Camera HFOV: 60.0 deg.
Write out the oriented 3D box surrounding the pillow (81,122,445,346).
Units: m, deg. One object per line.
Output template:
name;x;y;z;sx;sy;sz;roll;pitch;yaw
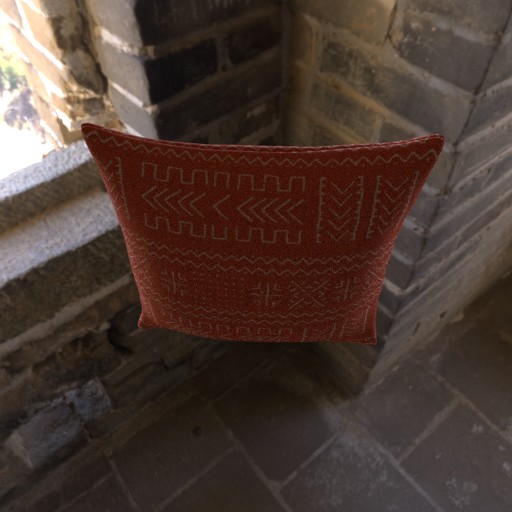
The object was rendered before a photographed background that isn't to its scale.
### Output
pillow;0.000;0.000;0.670;0.438;0.429;0.164;3;46;3
